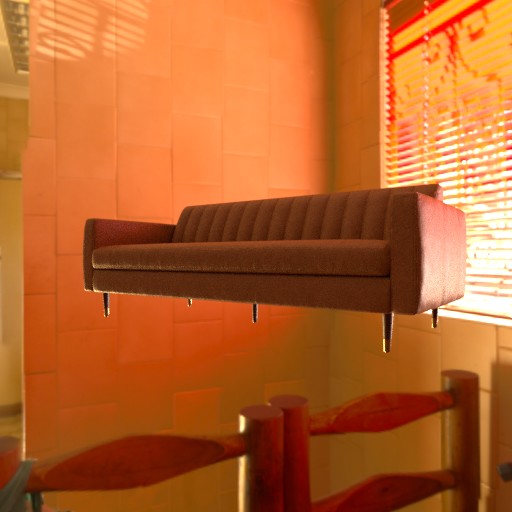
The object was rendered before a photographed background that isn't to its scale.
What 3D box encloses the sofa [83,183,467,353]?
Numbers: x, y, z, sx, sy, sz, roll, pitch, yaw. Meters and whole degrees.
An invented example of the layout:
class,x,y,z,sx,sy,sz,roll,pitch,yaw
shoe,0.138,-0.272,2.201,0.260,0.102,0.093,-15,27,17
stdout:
class,x,y,z,sx,sy,sz,roll,pitch,yaw
sofa,0.000,0.000,2.750,2.291,0.821,0.990,0,0,35
